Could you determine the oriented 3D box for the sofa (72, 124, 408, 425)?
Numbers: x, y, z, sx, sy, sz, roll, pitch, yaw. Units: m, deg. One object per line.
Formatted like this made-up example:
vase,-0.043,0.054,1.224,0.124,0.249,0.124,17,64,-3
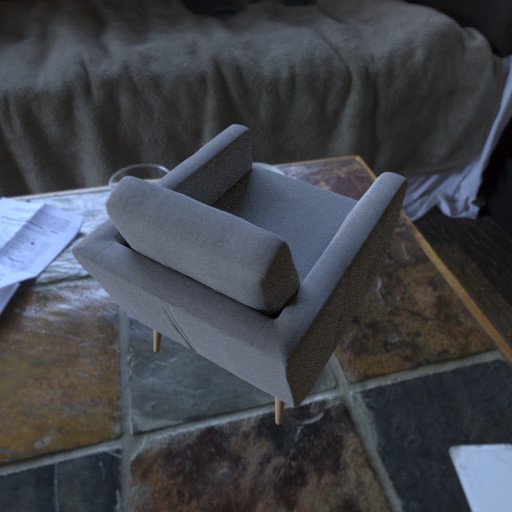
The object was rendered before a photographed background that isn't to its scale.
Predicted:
sofa,0.000,0.000,1.598,0.770,0.860,0.920,24,50,22
